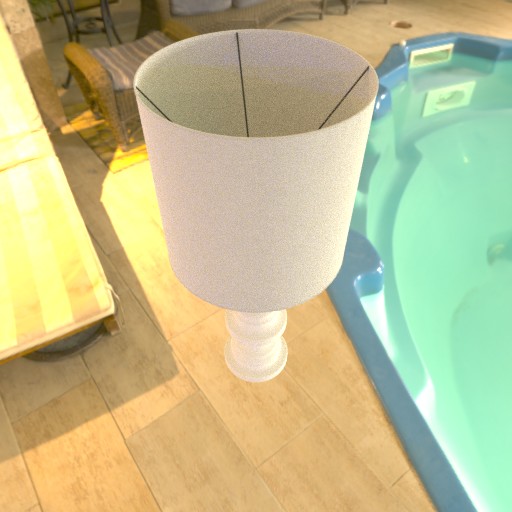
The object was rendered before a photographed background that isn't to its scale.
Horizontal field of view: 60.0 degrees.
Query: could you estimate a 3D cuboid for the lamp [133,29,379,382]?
[{"bbox_3d":[0.000,0.000,0.547,0.208,0.455,0.208,-23,51,-21],"label":"lamp"}]
